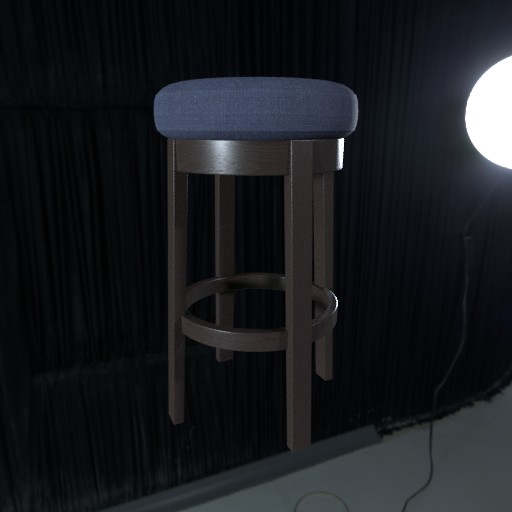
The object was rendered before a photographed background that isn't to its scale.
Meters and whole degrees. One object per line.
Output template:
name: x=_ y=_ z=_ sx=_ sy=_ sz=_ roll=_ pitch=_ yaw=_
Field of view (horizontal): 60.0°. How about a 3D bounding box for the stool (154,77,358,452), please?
stool: x=0.000 y=0.000 z=1.040 sx=0.446 sy=0.758 sz=0.446 roll=0 pitch=16 yaw=0
